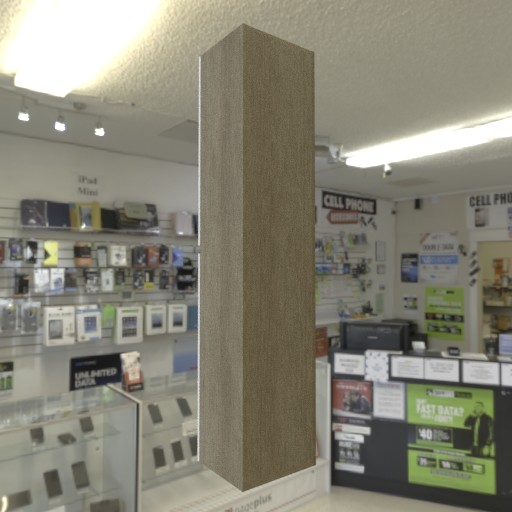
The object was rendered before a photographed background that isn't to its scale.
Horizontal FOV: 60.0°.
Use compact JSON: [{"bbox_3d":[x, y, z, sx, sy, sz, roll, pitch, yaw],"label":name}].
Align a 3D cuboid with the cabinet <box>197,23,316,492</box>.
[{"bbox_3d":[0.000,0.000,1.521,0.300,1.400,0.270,1,-2,-37],"label":"cabinet"}]
